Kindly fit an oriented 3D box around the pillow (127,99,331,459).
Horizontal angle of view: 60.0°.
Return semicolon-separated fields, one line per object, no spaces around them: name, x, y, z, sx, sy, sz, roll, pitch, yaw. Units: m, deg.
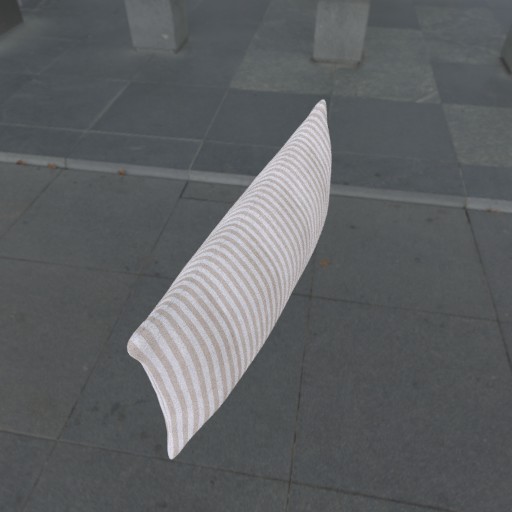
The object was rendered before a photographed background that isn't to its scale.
pillow;0.000;0.000;0.745;0.151;0.295;0.617;18;47;17
